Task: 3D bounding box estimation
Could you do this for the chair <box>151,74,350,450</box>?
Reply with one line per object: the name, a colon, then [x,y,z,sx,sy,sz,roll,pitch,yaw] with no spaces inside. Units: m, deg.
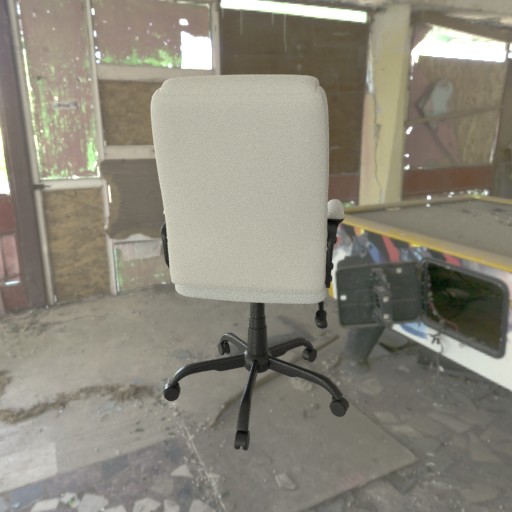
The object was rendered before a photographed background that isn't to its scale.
chair: [0.000,0.000,1.475,0.663,1.065,0.669,2,16,8]
